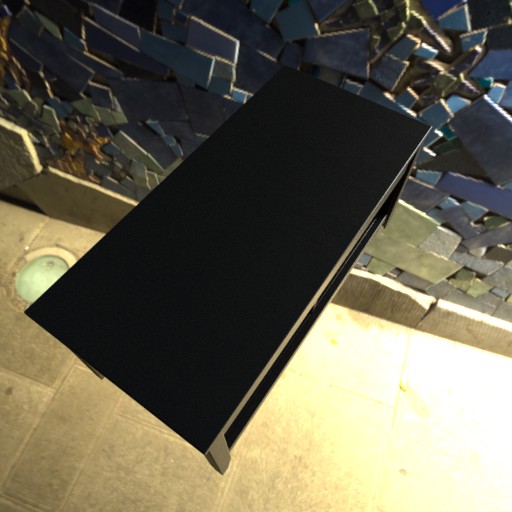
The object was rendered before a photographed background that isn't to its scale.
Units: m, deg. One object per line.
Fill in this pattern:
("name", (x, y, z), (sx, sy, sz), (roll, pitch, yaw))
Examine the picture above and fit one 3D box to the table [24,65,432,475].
("table", (0.000, 0.000, 1.269), (0.483, 0.457, 1.016), (30, 63, 18))
